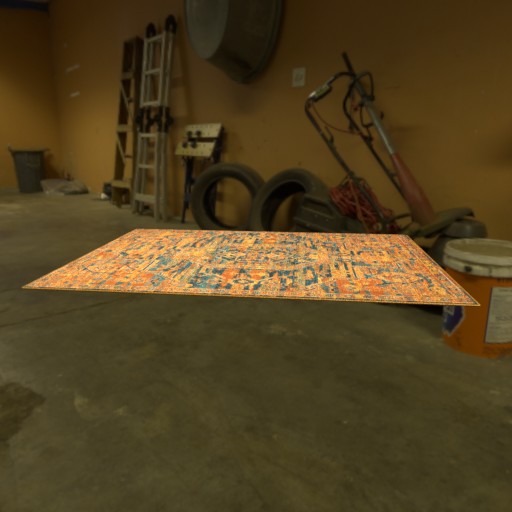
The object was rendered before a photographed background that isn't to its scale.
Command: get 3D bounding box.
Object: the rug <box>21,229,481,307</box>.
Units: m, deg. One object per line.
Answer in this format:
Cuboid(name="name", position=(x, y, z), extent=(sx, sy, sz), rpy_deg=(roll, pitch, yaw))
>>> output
Cuboid(name="rug", position=(0.000, 0.000, 3.764), extent=(2.916, 0.019, 2.043), rpy_deg=(2, 15, 6))
